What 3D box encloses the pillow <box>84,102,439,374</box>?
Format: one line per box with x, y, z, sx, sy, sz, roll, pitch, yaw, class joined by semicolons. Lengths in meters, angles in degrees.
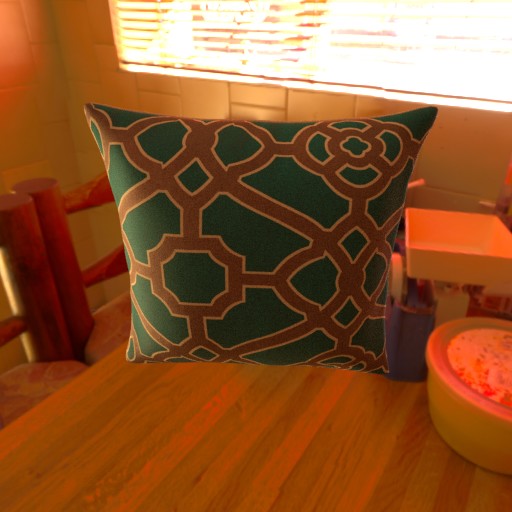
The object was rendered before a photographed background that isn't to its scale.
0.000;0.000;0.771;0.526;0.507;0.166;2;29;3;pillow
